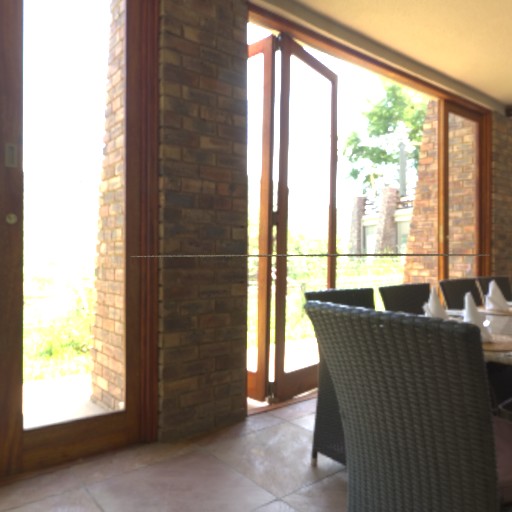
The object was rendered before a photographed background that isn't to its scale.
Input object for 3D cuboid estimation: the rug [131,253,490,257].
[{"bbox_3d":[0.000,0.000,2.663,0.688,0.005,2.437,0,0,-35],"label":"rug"}]
